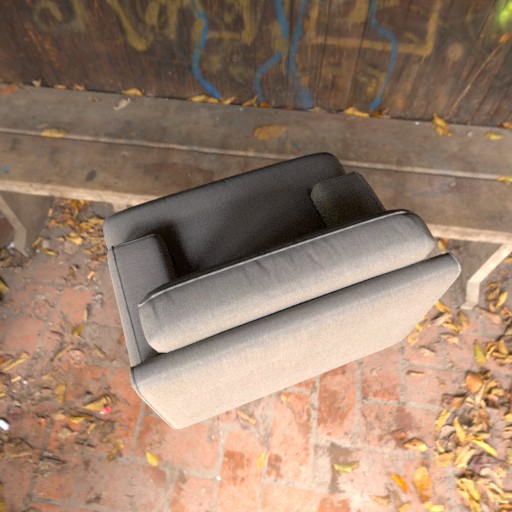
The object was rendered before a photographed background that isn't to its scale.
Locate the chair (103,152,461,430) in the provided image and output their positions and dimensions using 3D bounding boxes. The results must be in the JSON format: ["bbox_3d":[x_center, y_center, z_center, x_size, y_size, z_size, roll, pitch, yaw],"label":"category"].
[{"bbox_3d":[0.000,0.000,2.007,1.270,0.974,1.043,-18,62,-10],"label":"chair"}]
